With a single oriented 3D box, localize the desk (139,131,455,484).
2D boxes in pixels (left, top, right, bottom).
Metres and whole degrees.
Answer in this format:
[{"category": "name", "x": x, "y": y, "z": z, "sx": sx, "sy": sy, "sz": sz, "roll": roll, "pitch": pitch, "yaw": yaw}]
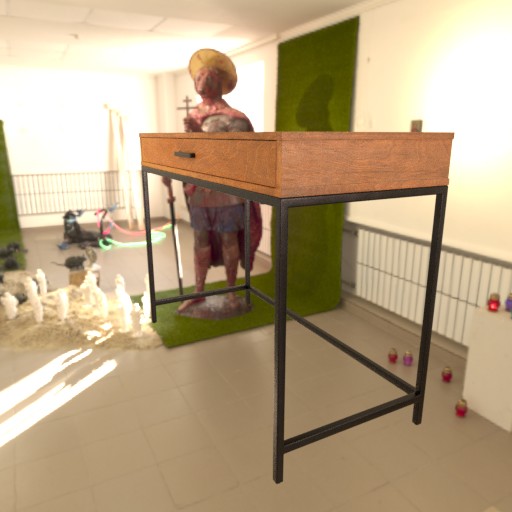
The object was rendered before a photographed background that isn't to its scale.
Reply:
[{"category": "desk", "x": 0.000, "y": 0.000, "z": 1.422, "sx": 0.470, "sy": 0.762, "sz": 1.016, "roll": -8, "pitch": 17, "yaw": -27}]
